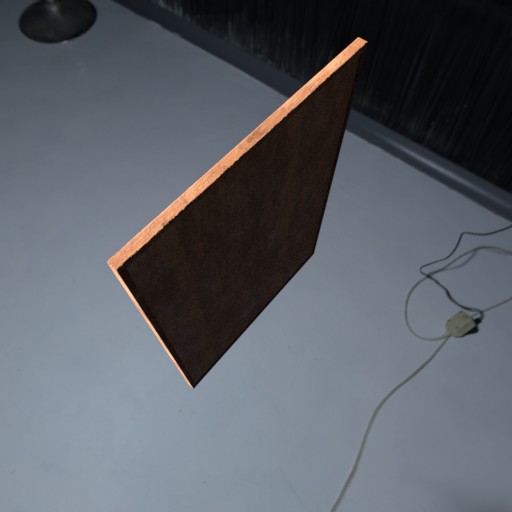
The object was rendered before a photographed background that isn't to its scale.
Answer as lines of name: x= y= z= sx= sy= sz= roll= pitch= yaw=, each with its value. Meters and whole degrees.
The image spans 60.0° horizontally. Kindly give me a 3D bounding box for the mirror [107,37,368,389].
mirror: x=0.000 y=0.000 z=1.413 sx=0.028 sy=1.099 sz=0.796 roll=37 pitch=69 yaw=17
